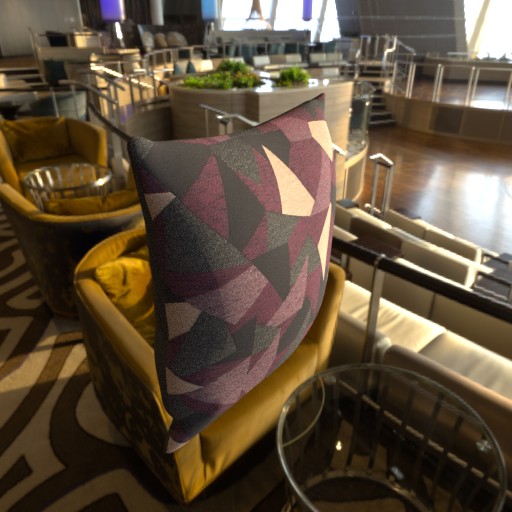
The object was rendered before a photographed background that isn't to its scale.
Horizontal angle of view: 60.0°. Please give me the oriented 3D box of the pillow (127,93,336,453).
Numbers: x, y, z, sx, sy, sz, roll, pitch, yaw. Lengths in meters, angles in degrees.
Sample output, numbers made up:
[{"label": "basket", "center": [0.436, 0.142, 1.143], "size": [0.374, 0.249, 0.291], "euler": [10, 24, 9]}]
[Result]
[{"label": "pillow", "center": [0.000, 0.000, 0.770], "size": [0.208, 0.496, 0.503], "euler": [17, 32, 29]}]
